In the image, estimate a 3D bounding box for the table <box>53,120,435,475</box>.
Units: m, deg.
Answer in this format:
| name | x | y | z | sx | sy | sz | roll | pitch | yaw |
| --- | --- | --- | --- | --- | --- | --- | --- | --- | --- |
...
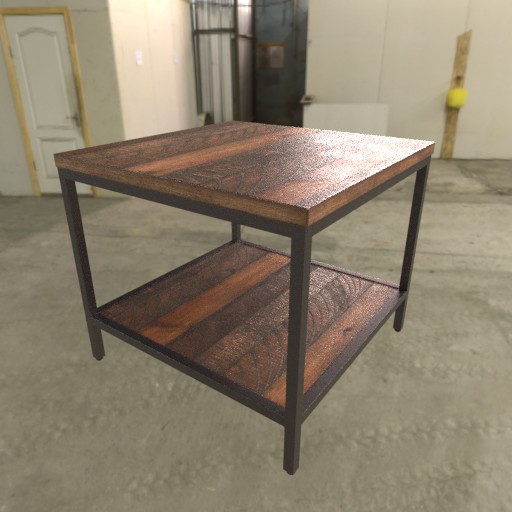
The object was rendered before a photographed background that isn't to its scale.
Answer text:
| name | x | y | z | sx | sy | sz | roll | pitch | yaw |
| --- | --- | --- | --- | --- | --- | --- | --- | --- | --- |
| table | 0.000 | 0.000 | 0.994 | 0.553 | 0.482 | 0.548 | 17 | 30 | 32 |
